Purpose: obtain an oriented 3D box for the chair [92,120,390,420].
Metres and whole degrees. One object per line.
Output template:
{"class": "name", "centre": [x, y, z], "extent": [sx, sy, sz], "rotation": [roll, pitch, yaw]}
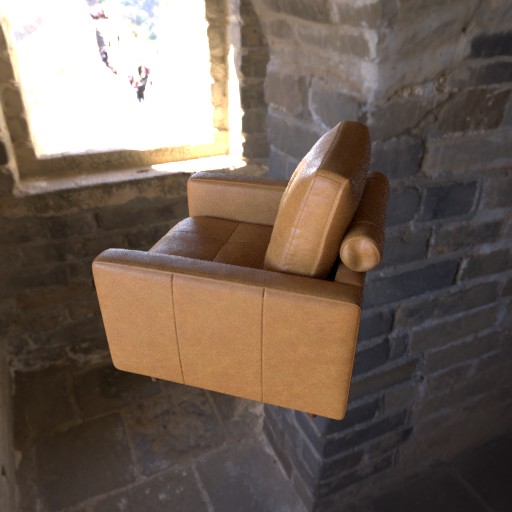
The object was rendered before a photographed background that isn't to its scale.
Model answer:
{"class": "chair", "centre": [0.000, 0.000, 1.618], "extent": [0.868, 0.896, 0.831], "rotation": [8, 32, 14]}
